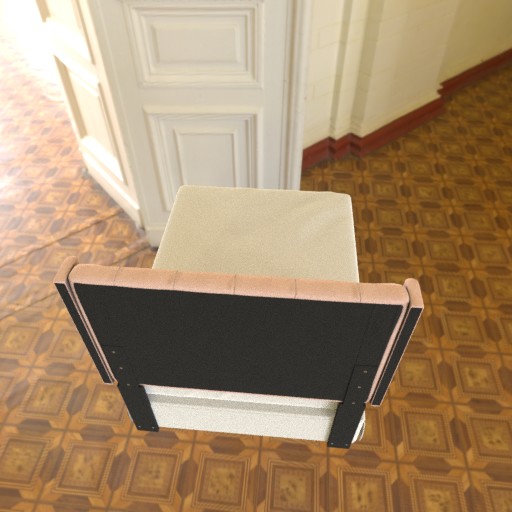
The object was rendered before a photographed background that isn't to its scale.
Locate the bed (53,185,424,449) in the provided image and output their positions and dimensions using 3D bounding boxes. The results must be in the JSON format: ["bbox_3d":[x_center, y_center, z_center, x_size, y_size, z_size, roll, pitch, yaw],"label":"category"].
[{"bbox_3d":[0.000,0.000,3.298,1.719,1.665,2.066,4,46,3],"label":"bed"}]
